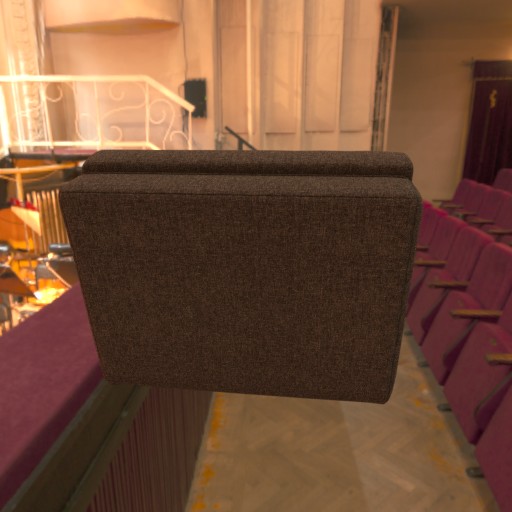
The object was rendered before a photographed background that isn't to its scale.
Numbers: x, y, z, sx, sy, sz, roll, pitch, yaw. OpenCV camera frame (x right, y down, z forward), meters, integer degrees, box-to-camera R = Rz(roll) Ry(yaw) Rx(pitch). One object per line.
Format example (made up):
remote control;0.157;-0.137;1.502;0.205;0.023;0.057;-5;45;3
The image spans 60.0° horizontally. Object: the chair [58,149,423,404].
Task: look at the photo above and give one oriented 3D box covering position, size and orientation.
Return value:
chair;0.000;0.000;1.288;0.740;0.615;0.800;2;16;7
